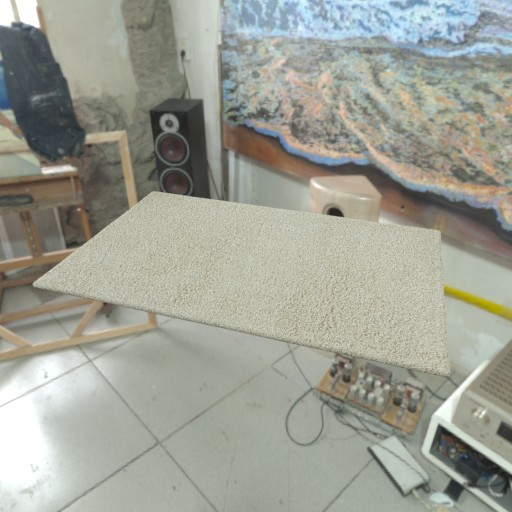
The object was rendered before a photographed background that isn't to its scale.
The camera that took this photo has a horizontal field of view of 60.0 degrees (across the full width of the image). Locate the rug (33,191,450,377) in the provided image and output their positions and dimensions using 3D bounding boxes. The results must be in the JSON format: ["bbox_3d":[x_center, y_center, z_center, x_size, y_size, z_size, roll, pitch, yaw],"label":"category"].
[{"bbox_3d":[0.000,0.000,3.049,2.438,0.030,1.524,10,33,15],"label":"rug"}]
